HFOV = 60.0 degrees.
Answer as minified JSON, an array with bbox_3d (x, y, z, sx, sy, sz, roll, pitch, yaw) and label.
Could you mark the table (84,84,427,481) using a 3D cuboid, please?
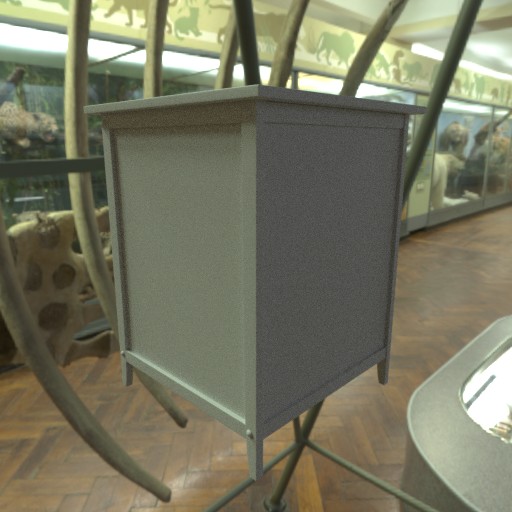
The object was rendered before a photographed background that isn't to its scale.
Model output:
[{"bbox_3d":[0.000,0.000,0.752,0.381,0.483,0.381,14,20,43],"label":"table"}]
